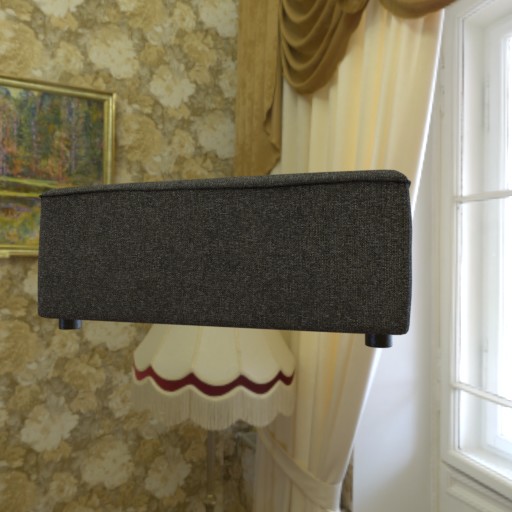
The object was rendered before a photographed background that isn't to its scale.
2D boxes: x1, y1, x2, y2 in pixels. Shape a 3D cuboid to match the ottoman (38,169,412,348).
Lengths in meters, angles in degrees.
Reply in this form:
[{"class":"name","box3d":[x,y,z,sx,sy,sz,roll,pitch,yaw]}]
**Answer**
[{"class":"ottoman","box3d":[0.000,0.000,1.574,1.021,0.423,1.017,0,0,18]}]
